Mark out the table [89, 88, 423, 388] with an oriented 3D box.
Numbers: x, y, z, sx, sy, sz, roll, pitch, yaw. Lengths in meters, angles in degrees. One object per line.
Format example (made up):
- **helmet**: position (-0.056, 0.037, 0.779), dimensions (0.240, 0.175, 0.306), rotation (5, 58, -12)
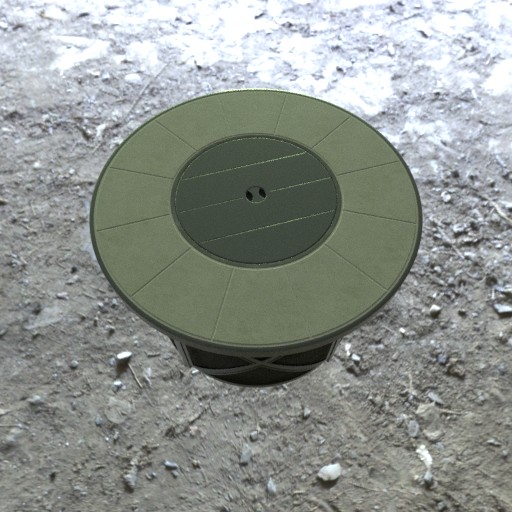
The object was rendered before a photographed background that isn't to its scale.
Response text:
- **table**: position (0.000, 0.000, 1.514), dimensions (0.914, 0.650, 0.914), rotation (0, 58, 0)
